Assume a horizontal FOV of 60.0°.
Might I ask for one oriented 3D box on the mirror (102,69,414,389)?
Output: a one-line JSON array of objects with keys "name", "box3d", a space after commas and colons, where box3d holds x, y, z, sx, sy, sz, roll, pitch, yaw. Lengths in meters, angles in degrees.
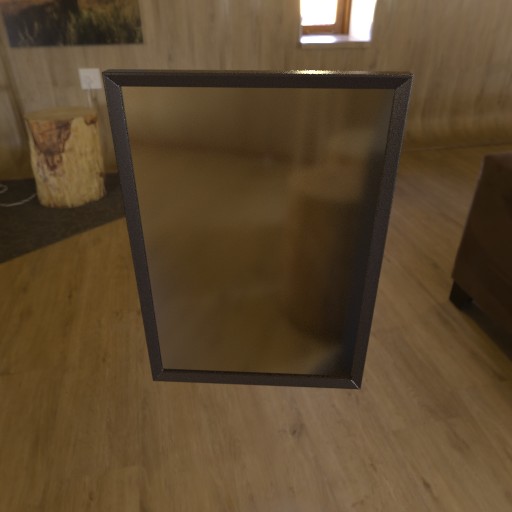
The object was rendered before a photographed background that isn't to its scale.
[{"name": "mirror", "box3d": [0.000, 0.000, 0.915, 0.507, 0.710, 0.039, 2, 31, 3]}]
